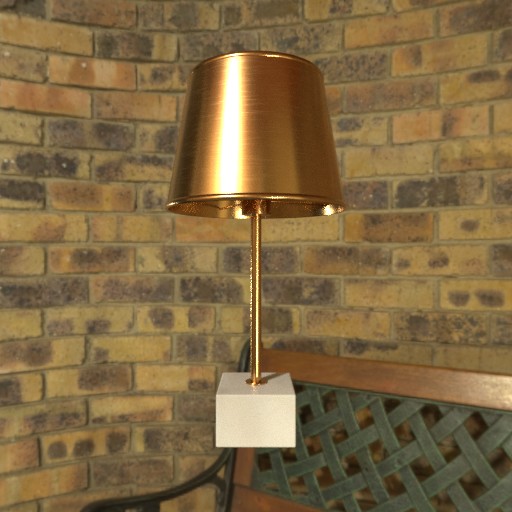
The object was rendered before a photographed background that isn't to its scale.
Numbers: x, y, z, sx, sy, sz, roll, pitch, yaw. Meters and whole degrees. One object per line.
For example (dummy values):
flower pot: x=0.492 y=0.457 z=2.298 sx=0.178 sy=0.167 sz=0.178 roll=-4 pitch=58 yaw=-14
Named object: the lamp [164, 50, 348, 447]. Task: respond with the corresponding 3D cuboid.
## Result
lamp: x=0.000 y=0.000 z=0.515 sx=0.208 sy=0.406 sz=0.208 roll=0 pitch=0 yaw=0
